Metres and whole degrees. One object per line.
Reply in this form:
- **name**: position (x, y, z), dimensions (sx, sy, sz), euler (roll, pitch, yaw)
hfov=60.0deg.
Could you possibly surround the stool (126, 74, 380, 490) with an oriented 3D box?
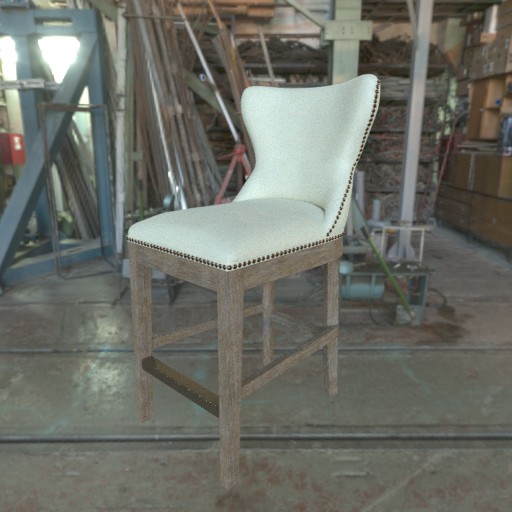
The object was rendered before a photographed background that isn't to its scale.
- **stool**: position (0.000, 0.000, 1.283), dimensions (0.498, 0.981, 0.608), euler (14, 21, 42)
